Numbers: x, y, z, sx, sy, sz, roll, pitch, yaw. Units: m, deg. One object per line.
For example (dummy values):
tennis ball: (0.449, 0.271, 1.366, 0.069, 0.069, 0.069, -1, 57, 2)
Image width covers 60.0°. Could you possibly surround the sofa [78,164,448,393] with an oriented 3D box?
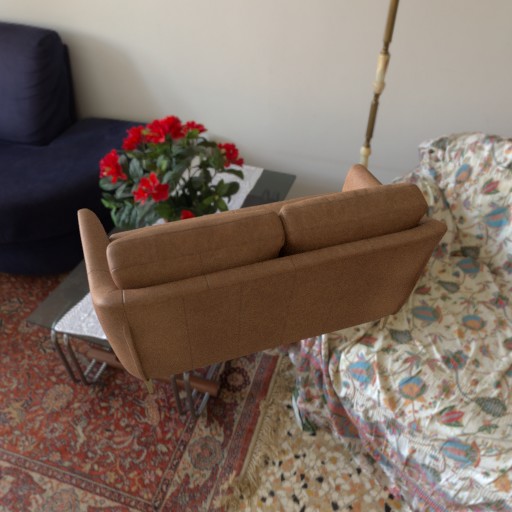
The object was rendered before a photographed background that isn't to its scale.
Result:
sofa: (0.000, 0.000, 2.216, 1.619, 0.902, 0.960, -12, 43, -14)
